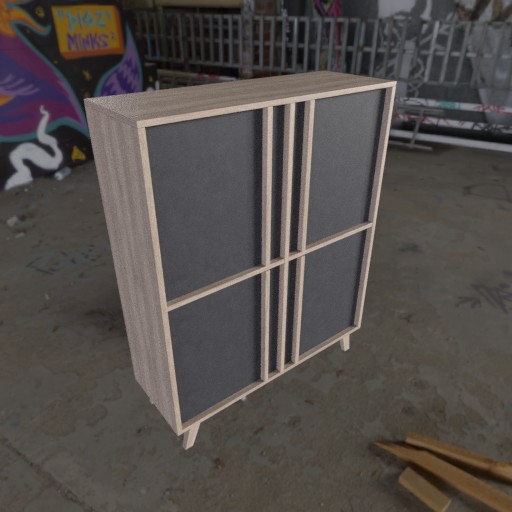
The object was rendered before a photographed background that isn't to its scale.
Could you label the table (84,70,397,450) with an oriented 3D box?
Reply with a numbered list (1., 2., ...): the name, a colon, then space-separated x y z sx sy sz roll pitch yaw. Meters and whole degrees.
1. table: 0.000 0.000 1.944 1.111 1.388 0.398 -21 36 -32
